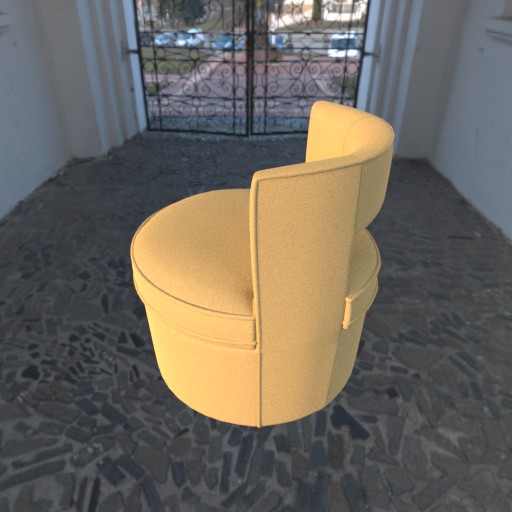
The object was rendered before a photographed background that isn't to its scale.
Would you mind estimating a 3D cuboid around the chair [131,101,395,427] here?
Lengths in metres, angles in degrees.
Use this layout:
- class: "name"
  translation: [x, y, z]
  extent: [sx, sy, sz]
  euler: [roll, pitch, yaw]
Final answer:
- class: "chair"
  translation: [0.000, 0.000, 1.218]
  extent: [0.665, 0.723, 0.650]
  euler: [9, 33, 15]
